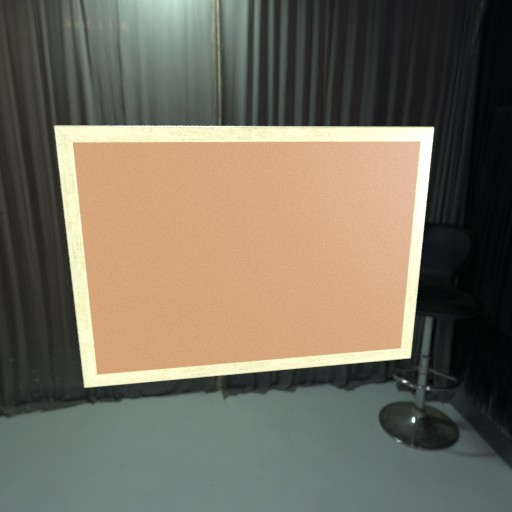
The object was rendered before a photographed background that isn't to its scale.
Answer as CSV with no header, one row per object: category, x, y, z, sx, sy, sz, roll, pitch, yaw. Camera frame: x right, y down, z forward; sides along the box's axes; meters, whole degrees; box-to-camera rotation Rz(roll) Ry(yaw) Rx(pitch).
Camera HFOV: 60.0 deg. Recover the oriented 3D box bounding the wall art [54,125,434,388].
wall art,0.000,0.000,0.679,0.533,0.381,0.032,-3,16,-10
